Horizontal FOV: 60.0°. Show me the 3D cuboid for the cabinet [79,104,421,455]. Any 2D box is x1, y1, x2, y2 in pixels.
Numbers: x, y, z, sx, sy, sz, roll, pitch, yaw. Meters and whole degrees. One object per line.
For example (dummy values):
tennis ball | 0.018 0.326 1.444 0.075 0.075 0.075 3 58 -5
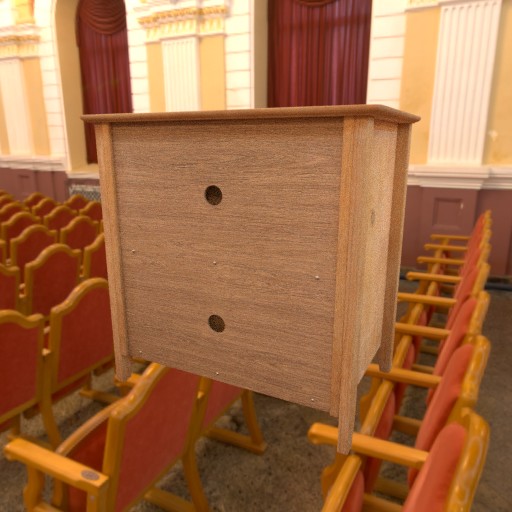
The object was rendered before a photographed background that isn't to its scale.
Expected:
cabinet | 0.000 0.000 1.264 0.763 0.762 0.503 8 16 27
